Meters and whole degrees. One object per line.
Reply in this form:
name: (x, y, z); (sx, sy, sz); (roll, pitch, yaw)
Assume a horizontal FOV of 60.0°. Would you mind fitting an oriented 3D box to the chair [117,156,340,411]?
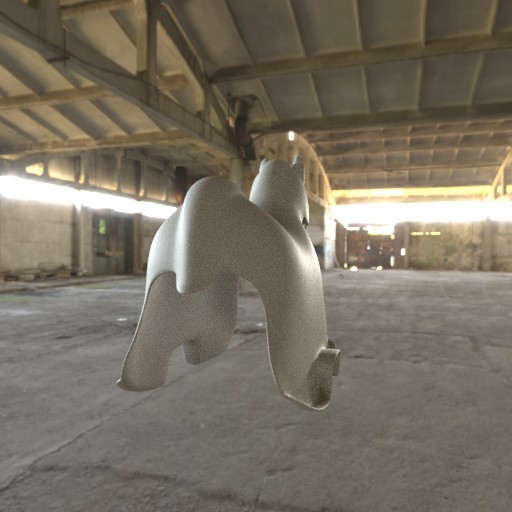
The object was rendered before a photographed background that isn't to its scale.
chair: (0.000, 0.000, 1.132); (0.429, 0.612, 0.800); (0, 1, 18)
